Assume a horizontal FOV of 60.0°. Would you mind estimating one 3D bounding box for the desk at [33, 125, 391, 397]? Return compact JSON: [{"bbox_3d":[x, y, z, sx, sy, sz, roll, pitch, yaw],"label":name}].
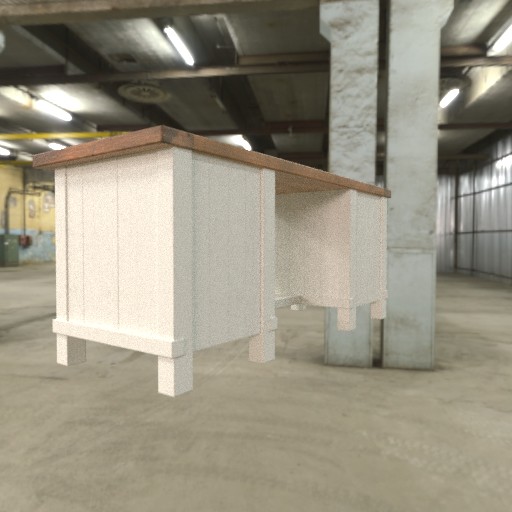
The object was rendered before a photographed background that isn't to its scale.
[{"bbox_3d":[0.000,0.000,2.143,0.688,0.760,1.803,1,2,36],"label":"desk"}]
